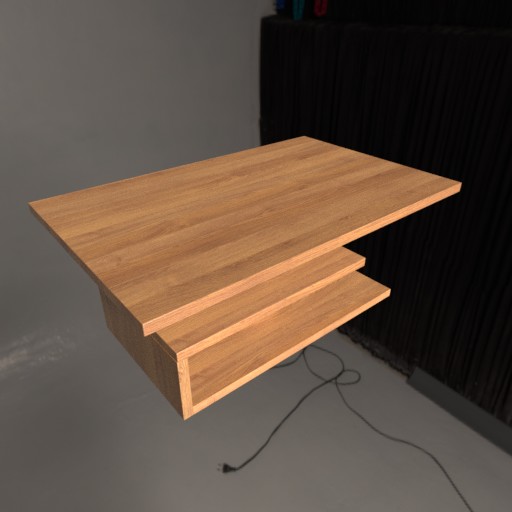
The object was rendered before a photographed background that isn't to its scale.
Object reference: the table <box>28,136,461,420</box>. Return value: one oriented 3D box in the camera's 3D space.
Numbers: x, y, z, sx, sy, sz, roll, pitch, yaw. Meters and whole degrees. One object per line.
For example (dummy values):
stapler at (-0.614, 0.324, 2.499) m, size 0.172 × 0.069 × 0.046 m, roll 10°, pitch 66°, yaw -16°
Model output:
table at (0.000, 0.000, 1.437) m, size 1.100 × 0.442 × 0.700 m, roll -23°, pitch 37°, yaw -33°
